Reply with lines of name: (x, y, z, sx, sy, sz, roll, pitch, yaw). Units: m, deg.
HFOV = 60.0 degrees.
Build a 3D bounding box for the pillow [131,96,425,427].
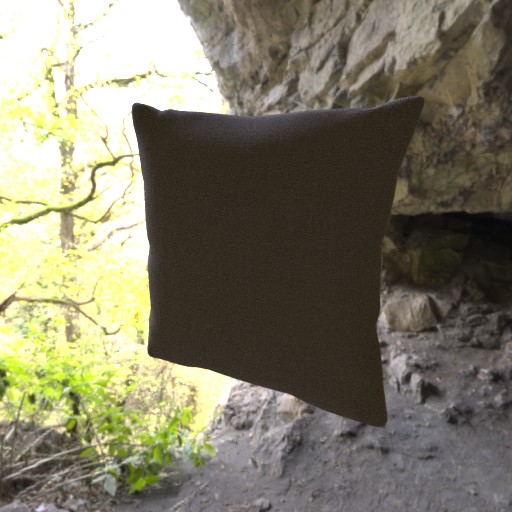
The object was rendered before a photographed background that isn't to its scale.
pillow: (0.000, 0.000, 0.651, 0.429, 0.436, 0.159, 8, 18, 26)
